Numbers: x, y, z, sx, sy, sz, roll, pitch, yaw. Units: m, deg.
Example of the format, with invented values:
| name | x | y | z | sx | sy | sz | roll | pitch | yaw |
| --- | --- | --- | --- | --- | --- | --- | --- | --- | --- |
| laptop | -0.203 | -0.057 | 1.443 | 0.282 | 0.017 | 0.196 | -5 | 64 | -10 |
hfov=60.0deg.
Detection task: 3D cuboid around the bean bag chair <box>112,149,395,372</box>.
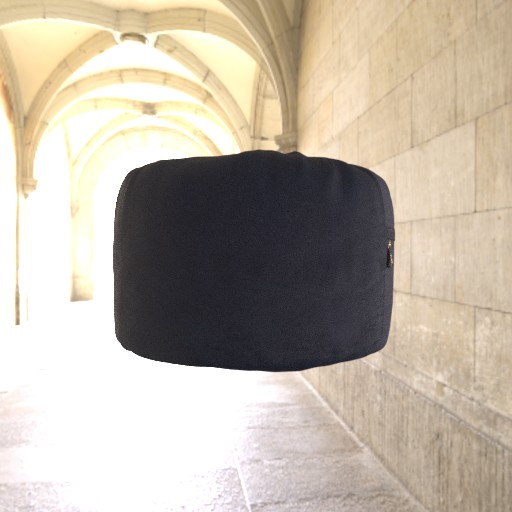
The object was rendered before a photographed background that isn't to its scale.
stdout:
| name | x | y | z | sx | sy | sz | roll | pitch | yaw |
| --- | --- | --- | --- | --- | --- | --- | --- | --- | --- |
| bean bag chair | 0.000 | 0.000 | 1.982 | 1.219 | 0.762 | 1.219 | 0 | 1 | 0 |
